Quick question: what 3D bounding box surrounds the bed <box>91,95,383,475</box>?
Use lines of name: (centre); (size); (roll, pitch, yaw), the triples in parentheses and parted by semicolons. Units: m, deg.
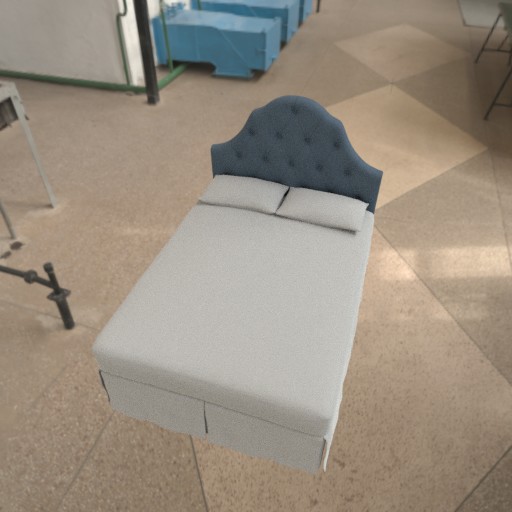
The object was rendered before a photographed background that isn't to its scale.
bed: (0.000, 0.000, 3.253); (1.636, 1.575, 2.155); (12, 43, 13)
